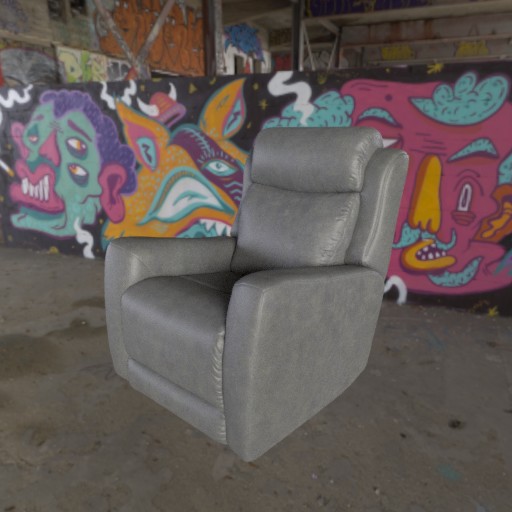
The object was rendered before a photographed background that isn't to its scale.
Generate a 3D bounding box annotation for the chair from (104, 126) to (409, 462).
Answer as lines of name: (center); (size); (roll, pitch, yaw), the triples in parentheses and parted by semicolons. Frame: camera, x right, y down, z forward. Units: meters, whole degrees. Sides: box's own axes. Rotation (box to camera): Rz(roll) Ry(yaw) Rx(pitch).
chair: (0.000, 0.000, 1.984); (0.967, 1.116, 1.068); (14, 21, 41)
